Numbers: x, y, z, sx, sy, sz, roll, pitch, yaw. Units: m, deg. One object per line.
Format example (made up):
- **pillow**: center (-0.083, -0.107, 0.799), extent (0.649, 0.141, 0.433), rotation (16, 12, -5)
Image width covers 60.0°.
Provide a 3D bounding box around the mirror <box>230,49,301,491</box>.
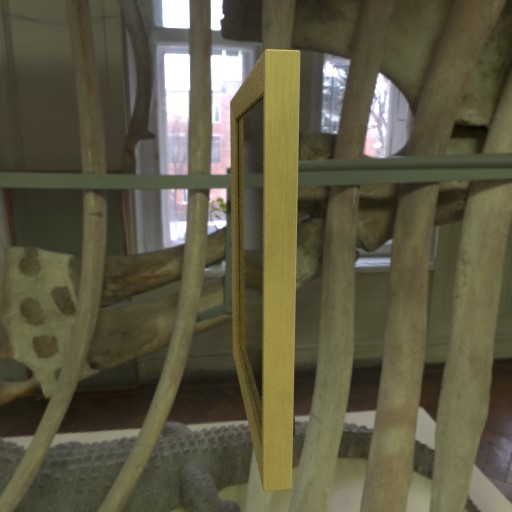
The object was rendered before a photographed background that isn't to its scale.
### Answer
- **mirror**: center (0.000, 0.000, 0.692), extent (0.041, 0.508, 0.405), rotation (-2, 12, -8)
